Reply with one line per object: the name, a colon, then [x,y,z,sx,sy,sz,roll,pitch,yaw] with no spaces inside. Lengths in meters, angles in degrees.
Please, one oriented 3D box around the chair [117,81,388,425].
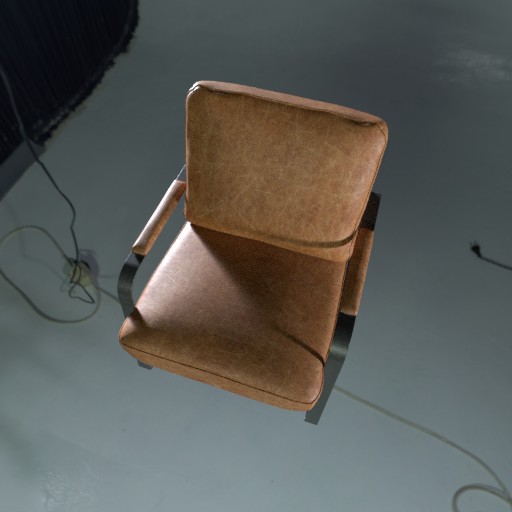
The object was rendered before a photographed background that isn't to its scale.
chair: [0.000,0.000,1.367,0.651,0.777,0.801,15,60,9]
